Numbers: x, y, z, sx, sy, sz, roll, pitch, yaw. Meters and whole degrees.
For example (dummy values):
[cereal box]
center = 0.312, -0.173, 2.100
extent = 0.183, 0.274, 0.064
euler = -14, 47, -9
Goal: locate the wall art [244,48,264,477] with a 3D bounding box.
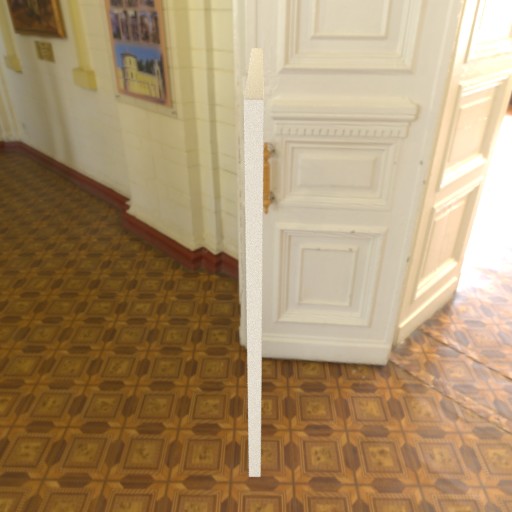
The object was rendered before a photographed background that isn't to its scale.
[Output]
[wall art]
center = 0.000, 0.000, 0.600
extent = 0.015, 0.477, 0.332
euler = 0, 31, 0
